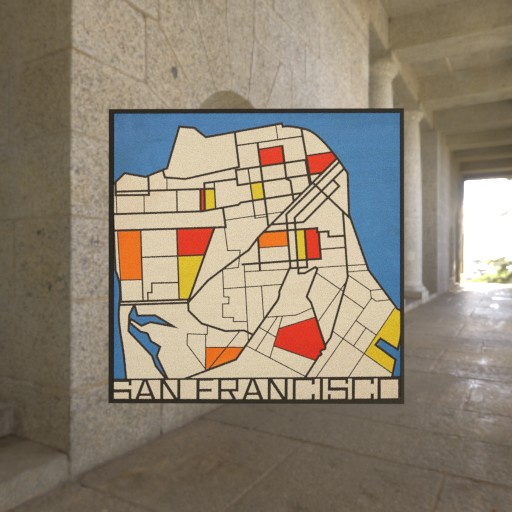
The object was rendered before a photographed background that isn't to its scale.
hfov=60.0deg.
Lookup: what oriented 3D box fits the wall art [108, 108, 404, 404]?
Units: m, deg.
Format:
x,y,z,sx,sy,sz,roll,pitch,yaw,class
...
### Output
x,y,z,sx,sy,sz,roll,pitch,yaw,class
0.000,0.000,1.001,0.664,0.663,0.015,0,0,0,wall art
